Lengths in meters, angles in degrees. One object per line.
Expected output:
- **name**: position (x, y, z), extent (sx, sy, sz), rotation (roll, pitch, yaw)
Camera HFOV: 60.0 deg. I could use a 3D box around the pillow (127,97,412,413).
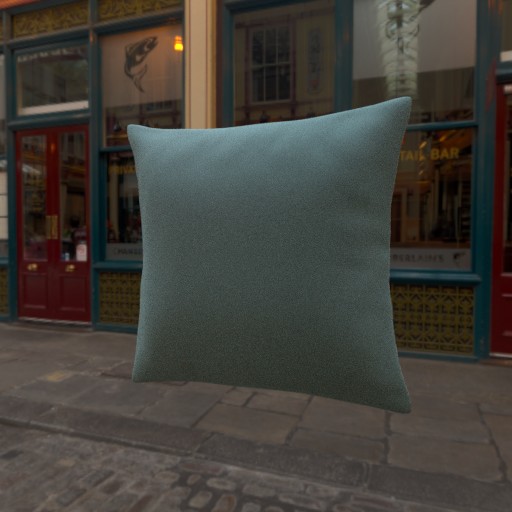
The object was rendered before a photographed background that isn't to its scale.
- **pillow**: position (0.000, 0.000, 0.790), extent (0.526, 0.507, 0.166), rotation (0, 1, 19)
